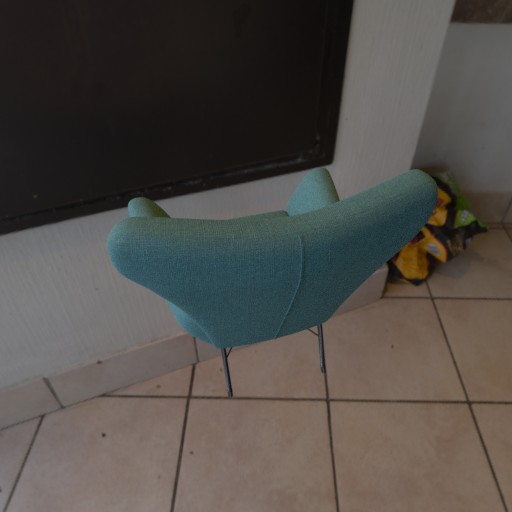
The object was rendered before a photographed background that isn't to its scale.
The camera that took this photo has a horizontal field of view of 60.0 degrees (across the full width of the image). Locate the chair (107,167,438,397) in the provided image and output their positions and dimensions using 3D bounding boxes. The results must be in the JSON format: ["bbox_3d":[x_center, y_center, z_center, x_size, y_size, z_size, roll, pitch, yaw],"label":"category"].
[{"bbox_3d":[0.000,0.000,1.845,1.050,0.980,0.900,-12,44,-13],"label":"chair"}]
